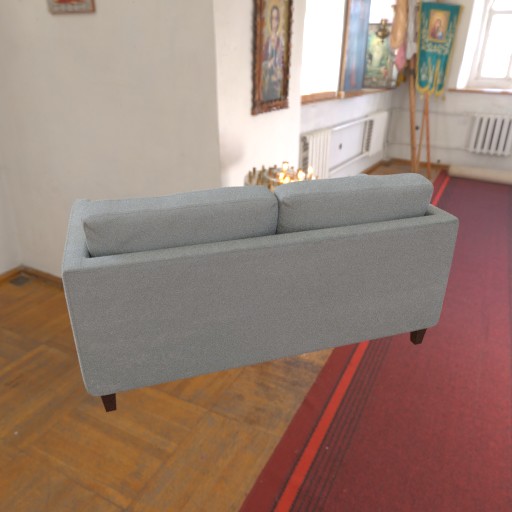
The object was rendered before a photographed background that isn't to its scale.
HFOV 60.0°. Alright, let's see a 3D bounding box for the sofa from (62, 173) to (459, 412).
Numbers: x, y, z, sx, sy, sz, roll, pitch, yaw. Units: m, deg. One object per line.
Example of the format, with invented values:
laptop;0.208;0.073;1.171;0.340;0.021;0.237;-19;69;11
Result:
sofa;0.000;0.000;2.462;1.884;0.963;0.950;-8;26;-16
